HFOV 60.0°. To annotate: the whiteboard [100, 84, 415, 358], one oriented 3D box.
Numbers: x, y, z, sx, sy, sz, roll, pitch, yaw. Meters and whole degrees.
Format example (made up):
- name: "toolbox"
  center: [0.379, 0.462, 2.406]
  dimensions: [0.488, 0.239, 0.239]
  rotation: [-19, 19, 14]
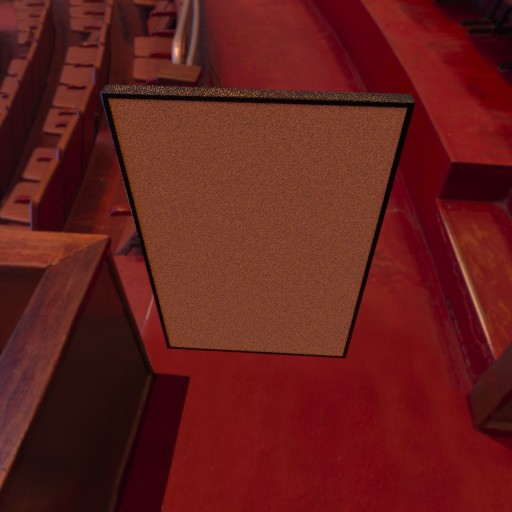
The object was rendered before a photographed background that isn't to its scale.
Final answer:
- name: "whiteboard"
  center: [0.000, 0.000, 0.796]
  dimensions: [0.406, 0.611, 0.026]
  rotation: [3, 46, 3]
